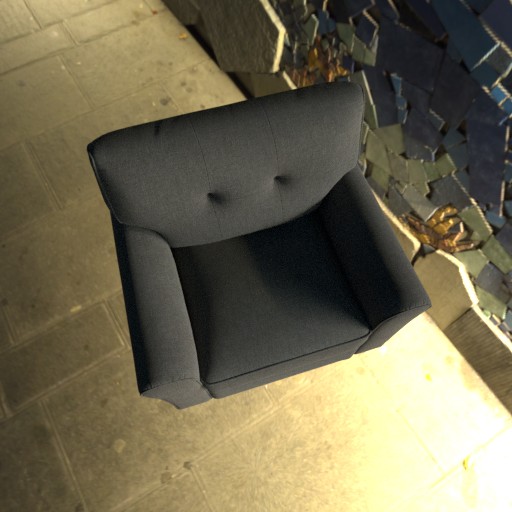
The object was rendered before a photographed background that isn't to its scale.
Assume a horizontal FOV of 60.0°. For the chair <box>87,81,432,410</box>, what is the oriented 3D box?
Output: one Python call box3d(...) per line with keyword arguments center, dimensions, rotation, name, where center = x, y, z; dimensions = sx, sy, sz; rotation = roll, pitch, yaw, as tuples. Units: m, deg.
box3d(center=(0.000, 0.000, 1.600), dimensions=(0.941, 0.890, 0.816), rotation=(-15, 65, -7), name="chair")
